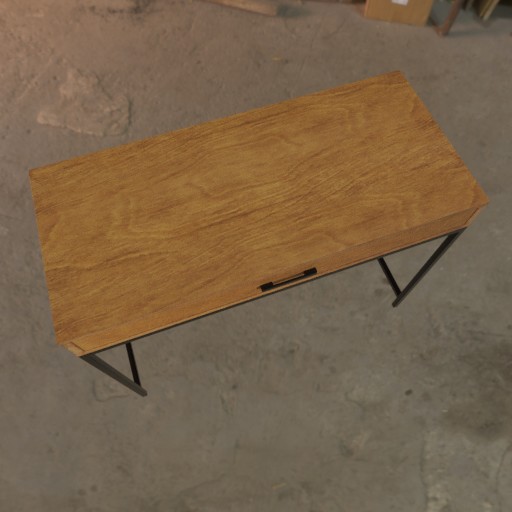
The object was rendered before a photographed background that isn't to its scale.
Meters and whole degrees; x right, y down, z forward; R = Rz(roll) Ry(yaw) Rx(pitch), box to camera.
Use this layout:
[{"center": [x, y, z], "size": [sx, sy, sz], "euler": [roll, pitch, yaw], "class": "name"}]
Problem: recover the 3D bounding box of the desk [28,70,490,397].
[{"center": [0.000, 0.000, 1.406], "size": [1.016, 0.762, 0.470], "euler": [-18, 66, -8], "class": "desk"}]
